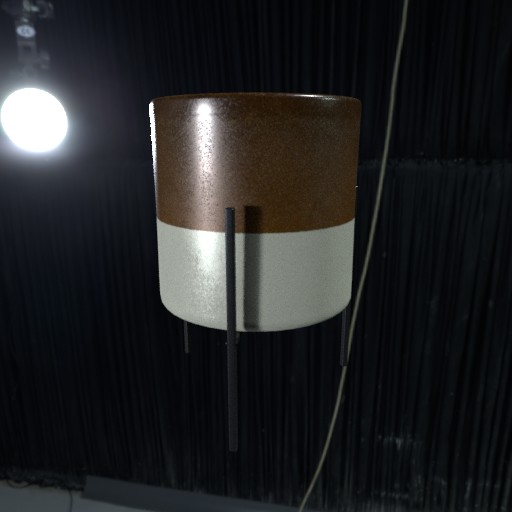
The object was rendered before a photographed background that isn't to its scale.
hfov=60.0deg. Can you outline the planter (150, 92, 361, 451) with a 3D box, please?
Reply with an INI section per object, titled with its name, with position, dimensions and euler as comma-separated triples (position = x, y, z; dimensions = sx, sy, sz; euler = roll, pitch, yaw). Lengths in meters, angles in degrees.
[planter]
position = 0.000, 0.000, 0.566
dimensions = 0.255, 0.375, 0.269
euler = 2, 15, 8
